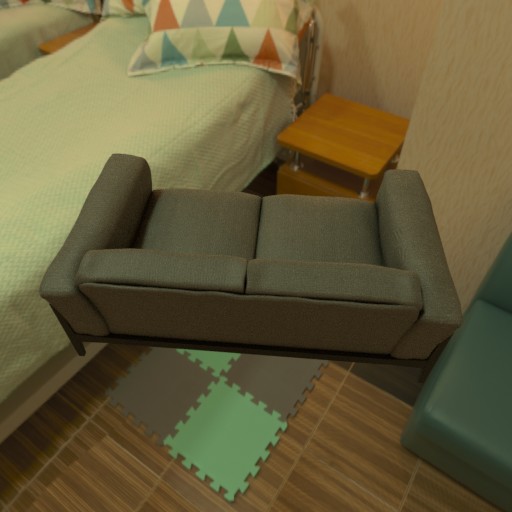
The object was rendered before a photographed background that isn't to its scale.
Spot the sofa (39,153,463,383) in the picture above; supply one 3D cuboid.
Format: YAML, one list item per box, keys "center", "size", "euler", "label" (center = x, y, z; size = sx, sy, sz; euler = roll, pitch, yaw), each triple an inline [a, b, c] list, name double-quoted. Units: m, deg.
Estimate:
- center: [0.000, 0.000, 2.192]
  size: [1.690, 0.656, 0.960]
  euler: [4, 48, 3]
  label: "sofa"
